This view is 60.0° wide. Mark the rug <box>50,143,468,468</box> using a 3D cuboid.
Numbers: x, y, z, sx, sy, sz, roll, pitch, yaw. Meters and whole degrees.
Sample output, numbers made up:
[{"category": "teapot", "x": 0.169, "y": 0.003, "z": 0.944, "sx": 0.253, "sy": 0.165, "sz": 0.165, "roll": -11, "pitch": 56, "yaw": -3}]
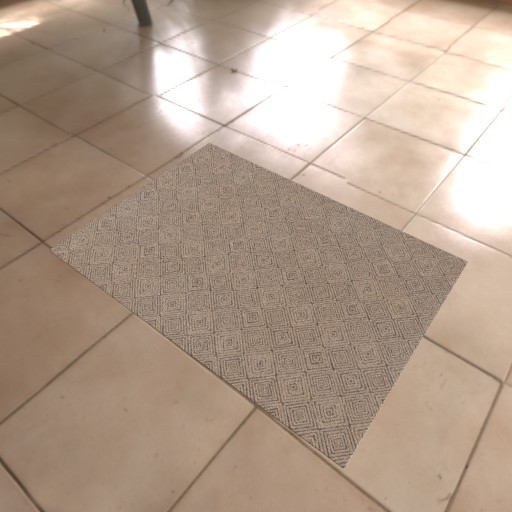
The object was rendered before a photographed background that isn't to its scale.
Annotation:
[{"category": "rug", "x": 0.000, "y": 0.000, "z": 2.904, "sx": 2.238, "sy": 0.008, "sz": 1.593, "roll": 30, "pitch": 54, "yaw": 24}]
